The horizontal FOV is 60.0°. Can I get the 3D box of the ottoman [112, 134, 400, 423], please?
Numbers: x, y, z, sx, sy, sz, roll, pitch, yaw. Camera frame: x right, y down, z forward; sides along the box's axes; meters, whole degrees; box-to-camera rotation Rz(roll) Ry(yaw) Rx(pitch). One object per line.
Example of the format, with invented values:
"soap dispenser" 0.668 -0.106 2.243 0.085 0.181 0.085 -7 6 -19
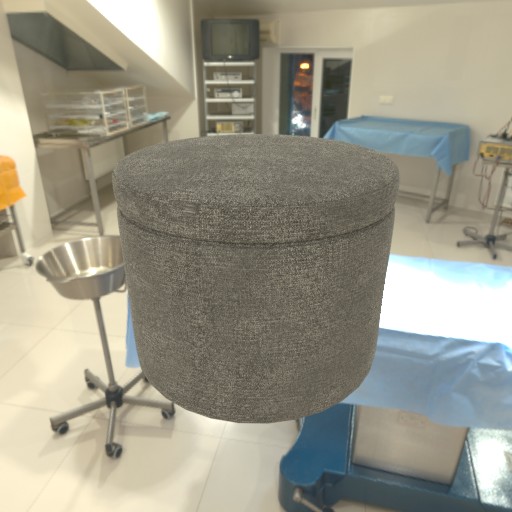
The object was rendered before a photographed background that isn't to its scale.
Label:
"ottoman" 0.000 0.000 0.876 0.500 0.419 0.500 0 25 0
